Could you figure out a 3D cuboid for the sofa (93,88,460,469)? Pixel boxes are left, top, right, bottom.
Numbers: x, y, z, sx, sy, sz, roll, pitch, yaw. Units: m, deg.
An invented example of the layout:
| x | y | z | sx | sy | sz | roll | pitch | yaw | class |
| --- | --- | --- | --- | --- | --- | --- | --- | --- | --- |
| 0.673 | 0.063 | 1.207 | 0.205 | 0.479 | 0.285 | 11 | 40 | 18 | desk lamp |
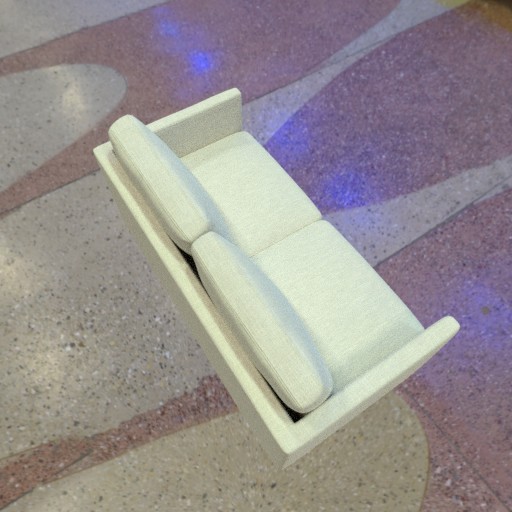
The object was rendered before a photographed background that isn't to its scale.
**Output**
| x | y | z | sx | sy | sz | roll | pitch | yaw | class |
| --- | --- | --- | --- | --- | --- | --- | --- | --- | --- |
| 0.000 | 0.000 | 2.373 | 0.950 | 0.963 | 1.838 | -30 | 64 | -16 | sofa |
